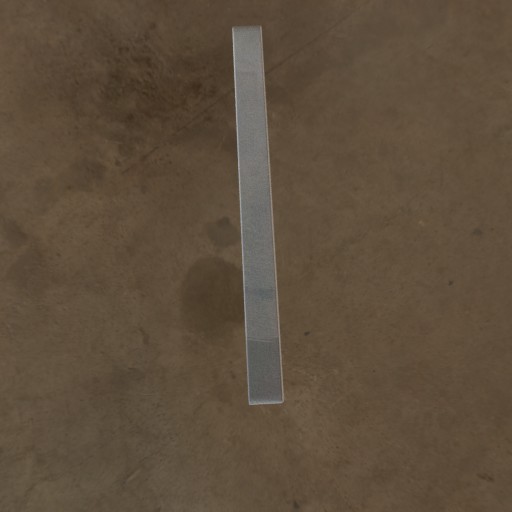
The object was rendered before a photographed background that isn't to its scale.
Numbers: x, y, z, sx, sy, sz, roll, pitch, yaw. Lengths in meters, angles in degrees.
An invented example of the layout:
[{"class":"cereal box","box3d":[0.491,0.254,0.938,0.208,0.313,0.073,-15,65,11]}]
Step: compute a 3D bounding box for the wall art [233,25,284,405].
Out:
[{"class":"wall art","box3d":[0.000,0.000,0.803,0.037,0.613,0.455,-3,77,-1]}]
